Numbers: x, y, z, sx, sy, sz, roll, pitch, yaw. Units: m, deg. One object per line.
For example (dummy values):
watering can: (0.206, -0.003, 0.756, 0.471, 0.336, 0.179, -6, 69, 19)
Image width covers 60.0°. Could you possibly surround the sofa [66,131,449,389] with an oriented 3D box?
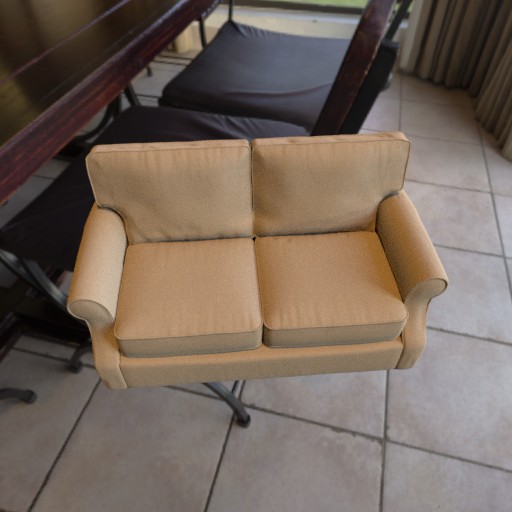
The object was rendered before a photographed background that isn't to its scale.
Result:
sofa: (0.000, 0.000, 2.207, 1.665, 0.937, 0.964, -3, 46, -3)
